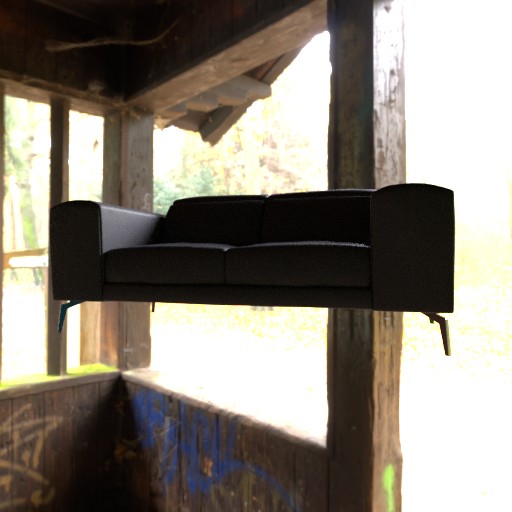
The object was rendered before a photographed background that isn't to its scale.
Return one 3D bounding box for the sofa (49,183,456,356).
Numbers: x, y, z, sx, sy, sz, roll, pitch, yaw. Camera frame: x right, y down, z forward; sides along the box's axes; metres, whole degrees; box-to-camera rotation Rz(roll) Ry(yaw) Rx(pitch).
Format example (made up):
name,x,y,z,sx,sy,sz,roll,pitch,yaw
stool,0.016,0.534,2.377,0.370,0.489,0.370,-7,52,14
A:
name,x,y,z,sx,sy,sz,roll,pitch,yaw
sofa,0.000,0.000,2.389,1.895,0.779,1.003,0,-1,18
